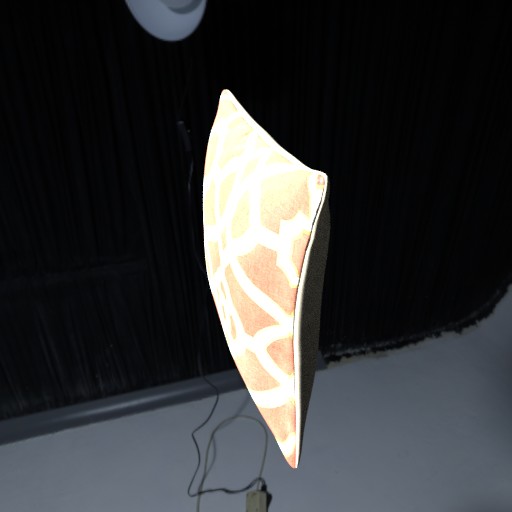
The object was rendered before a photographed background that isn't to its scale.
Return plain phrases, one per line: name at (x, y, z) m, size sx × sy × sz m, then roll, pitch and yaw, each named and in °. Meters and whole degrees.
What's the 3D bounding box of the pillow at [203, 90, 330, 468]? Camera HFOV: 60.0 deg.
pillow at (0.000, 0.000, 0.836) m, size 0.166 × 0.508 × 0.552 m, roll -8°, pitch 31°, yaw -13°
